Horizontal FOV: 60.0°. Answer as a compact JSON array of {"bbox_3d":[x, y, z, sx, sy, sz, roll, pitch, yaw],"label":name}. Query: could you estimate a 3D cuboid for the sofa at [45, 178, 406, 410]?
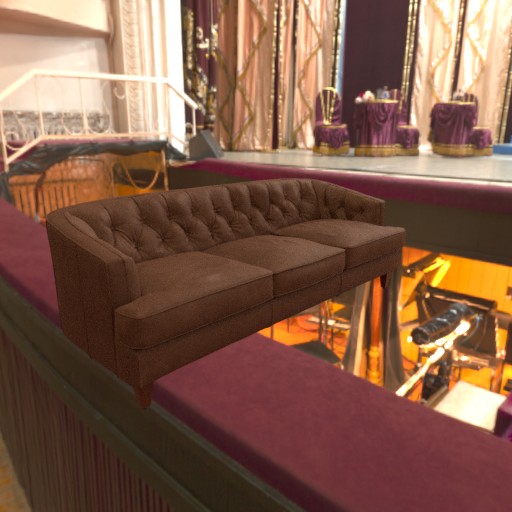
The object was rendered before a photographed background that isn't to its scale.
[{"bbox_3d":[0.000,0.000,2.702,0.927,0.787,2.227,14,21,42],"label":"sofa"}]
